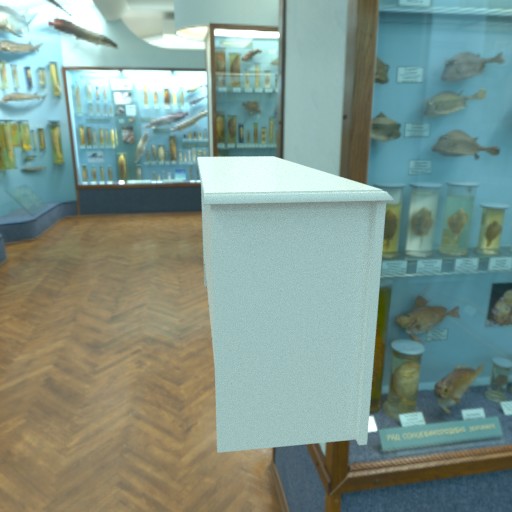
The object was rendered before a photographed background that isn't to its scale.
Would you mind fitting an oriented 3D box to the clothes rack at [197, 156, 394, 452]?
[{"bbox_3d":[0.000,0.000,1.344,0.324,0.531,1.120,-2,16,-8],"label":"clothes rack"}]
